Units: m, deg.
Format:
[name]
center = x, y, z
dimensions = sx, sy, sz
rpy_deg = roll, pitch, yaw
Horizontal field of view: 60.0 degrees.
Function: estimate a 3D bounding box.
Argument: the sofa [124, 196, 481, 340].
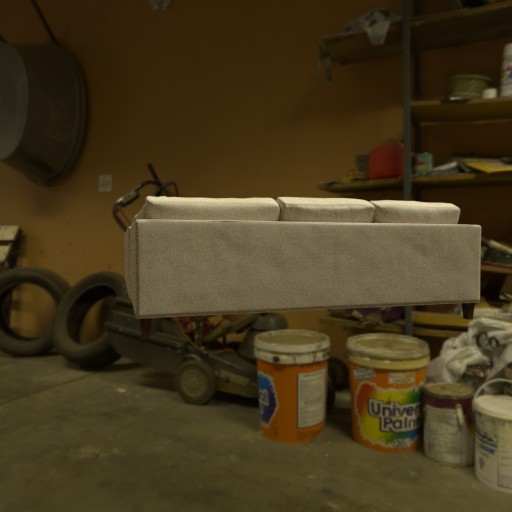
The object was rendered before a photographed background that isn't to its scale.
[sofa]
center = 0.000, 0.000, 4.343
dimensions = 2.432, 0.863, 3.182
rpy_deg = 0, 2, -17
